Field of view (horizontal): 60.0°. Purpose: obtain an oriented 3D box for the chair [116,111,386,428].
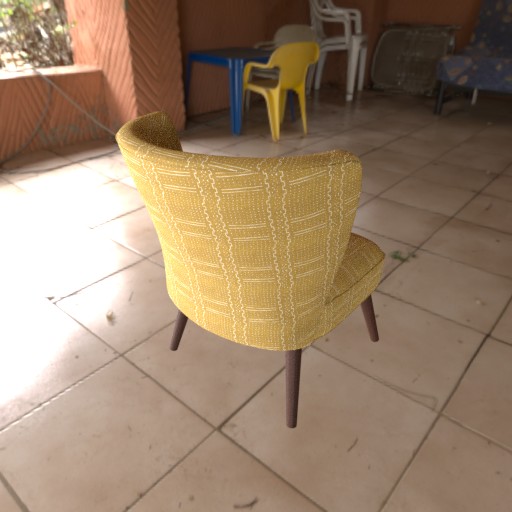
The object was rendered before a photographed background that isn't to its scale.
[{"bbox_3d":[0.000,0.000,1.425,0.706,0.866,0.758,23,37,33],"label":"chair"}]
